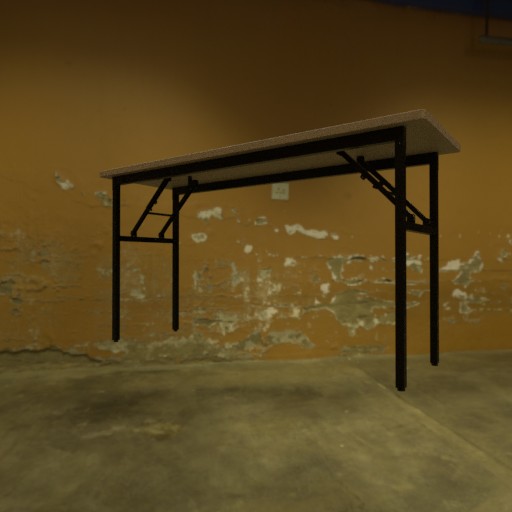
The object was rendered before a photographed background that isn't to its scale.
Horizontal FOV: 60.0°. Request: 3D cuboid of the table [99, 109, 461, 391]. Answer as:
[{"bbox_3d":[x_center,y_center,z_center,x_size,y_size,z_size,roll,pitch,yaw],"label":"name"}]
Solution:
[{"bbox_3d":[0.000,0.000,1.730,1.397,0.750,0.447,0,-1,36],"label":"table"}]
